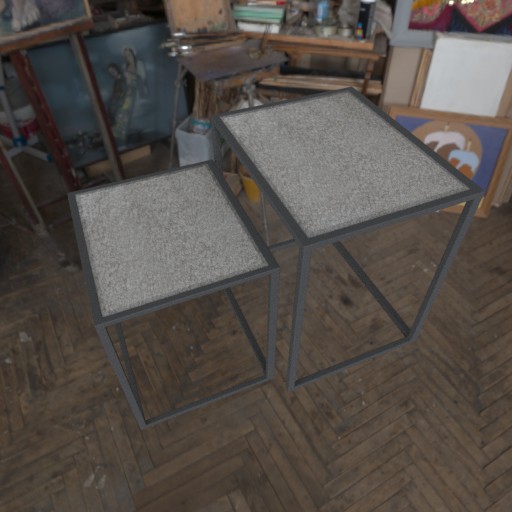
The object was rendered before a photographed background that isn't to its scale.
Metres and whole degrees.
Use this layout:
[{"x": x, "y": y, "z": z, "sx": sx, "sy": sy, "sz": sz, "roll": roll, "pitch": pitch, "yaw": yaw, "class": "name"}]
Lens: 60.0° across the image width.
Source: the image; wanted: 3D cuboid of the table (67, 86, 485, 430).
[{"x": 0.000, "y": 0.000, "z": 1.142, "sx": 0.788, "sy": 0.540, "sz": 0.508, "roll": -17, "pitch": 48, "yaw": -16, "class": "table"}]
